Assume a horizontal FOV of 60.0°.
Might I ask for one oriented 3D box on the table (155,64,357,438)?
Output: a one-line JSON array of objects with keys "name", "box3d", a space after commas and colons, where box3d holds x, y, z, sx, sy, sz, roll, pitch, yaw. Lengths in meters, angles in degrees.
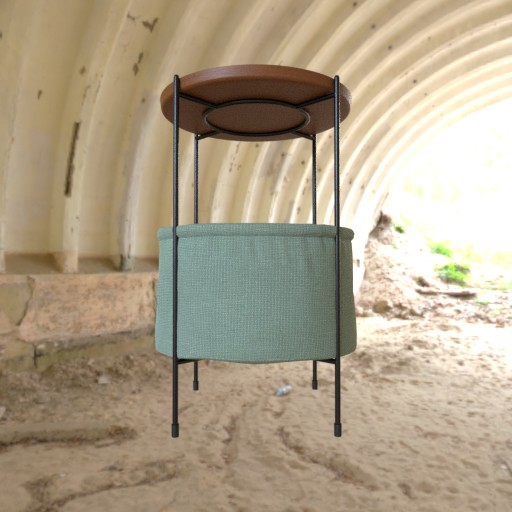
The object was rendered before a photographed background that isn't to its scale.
[{"name": "table", "box3d": [0.000, 0.000, 0.906, 0.400, 0.623, 0.400, 0, -1, 0]}]
